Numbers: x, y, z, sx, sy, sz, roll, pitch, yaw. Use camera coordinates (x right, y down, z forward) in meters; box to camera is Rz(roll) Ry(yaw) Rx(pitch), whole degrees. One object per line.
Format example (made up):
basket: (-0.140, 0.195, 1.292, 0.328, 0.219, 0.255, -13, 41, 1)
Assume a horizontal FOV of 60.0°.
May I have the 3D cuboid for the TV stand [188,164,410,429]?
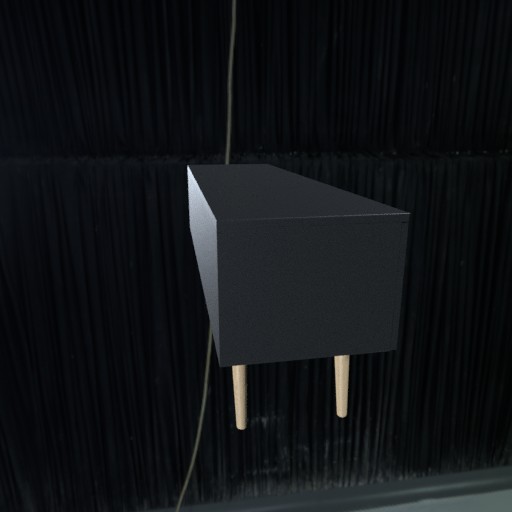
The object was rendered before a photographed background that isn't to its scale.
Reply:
TV stand: (0.000, 0.000, 1.510, 0.390, 0.518, 1.312, -3, 16, -10)
